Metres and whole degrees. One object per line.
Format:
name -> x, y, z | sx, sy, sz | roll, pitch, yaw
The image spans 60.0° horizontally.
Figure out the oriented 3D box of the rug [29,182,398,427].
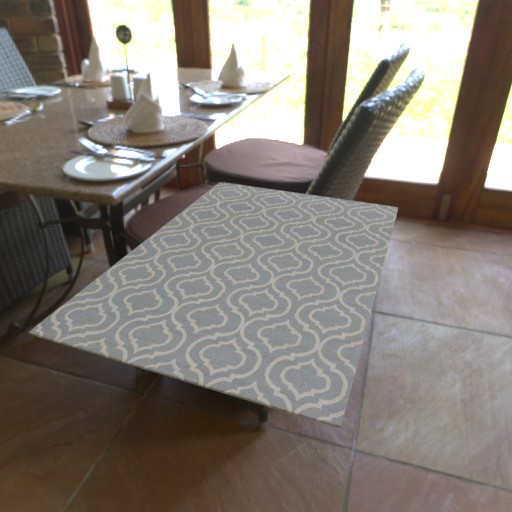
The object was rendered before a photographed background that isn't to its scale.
rug -> 0.000, 0.000, 2.655 | 1.451, 0.010, 2.080 | 11, 32, 18
